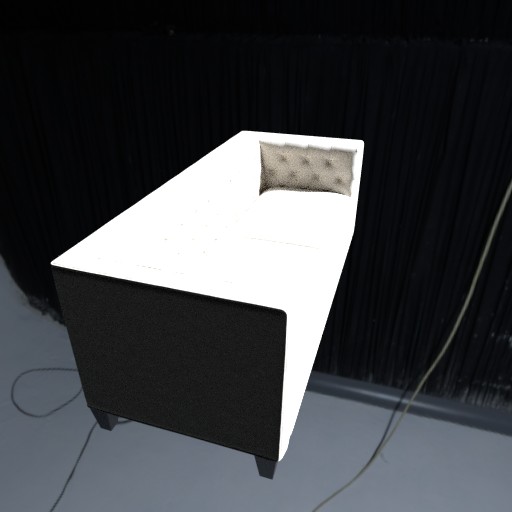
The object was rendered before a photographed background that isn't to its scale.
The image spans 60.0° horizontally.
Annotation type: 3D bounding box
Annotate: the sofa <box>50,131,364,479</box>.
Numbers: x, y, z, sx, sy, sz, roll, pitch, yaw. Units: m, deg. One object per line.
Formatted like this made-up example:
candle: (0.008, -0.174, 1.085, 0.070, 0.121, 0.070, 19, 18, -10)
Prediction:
sofa: (0.000, 0.000, 2.176, 0.775, 0.762, 1.778, 9, 31, 16)
